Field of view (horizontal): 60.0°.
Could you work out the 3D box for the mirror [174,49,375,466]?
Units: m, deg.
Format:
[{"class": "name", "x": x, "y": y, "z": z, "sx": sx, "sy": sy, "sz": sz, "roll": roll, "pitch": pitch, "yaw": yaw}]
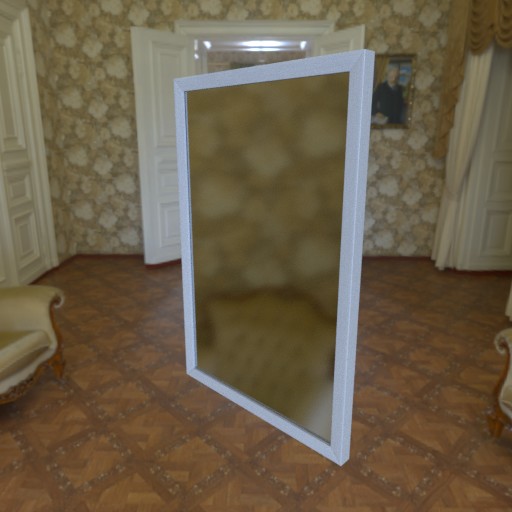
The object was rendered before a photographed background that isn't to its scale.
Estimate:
[{"class": "mirror", "x": 0.000, "y": 0.000, "z": 1.159, "sx": 0.609, "sy": 0.915, "sz": 0.040, "roll": 14, "pitch": 20, "yaw": 43}]
